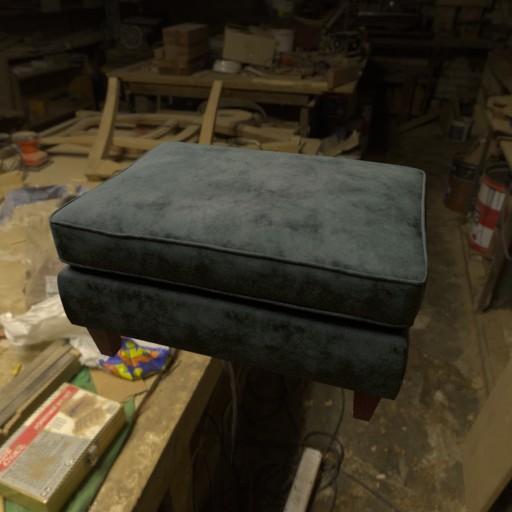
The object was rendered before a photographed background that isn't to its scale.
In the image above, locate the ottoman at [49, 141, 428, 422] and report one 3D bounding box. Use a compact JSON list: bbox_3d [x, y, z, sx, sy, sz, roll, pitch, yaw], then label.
[{"bbox_3d":[0.000,0.000,1.262,0.864,0.495,0.632,10,34,15],"label":"ottoman"}]
